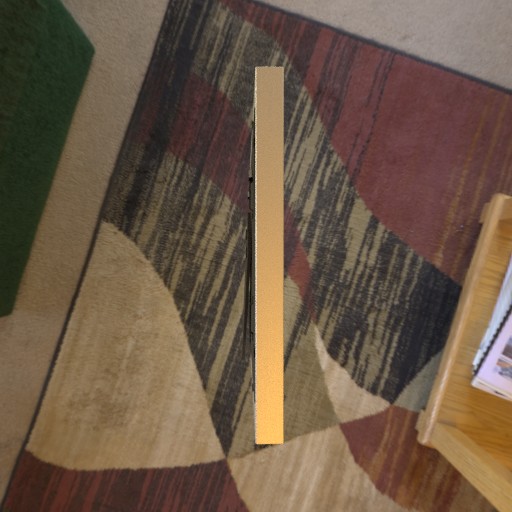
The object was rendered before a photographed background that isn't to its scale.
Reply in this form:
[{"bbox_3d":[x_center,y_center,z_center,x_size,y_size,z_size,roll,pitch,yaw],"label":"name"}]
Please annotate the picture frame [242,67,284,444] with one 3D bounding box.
[{"bbox_3d":[0.000,0.000,0.553,0.036,0.386,0.307,0,90,-1],"label":"picture frame"}]
